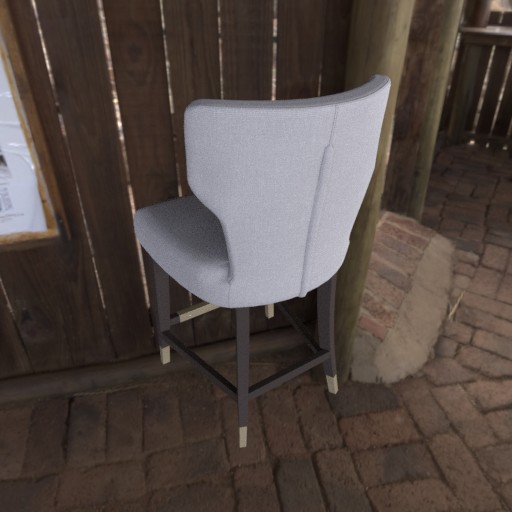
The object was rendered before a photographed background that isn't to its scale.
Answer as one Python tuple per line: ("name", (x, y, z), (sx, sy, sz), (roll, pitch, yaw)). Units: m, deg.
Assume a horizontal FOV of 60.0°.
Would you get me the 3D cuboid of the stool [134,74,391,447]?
("stool", (0.000, 0.000, 1.280), (0.527, 0.982, 0.563), (-19, 36, -28))
